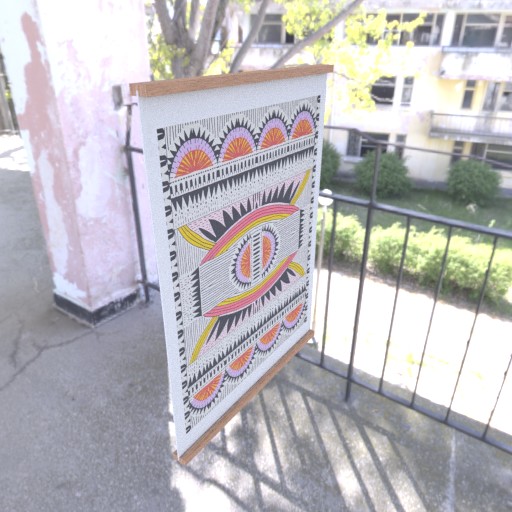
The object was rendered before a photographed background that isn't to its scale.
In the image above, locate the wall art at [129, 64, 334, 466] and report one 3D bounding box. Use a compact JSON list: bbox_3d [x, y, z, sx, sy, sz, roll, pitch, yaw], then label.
[{"bbox_3d":[0.000,0.000,0.792,0.028,0.609,0.456,18,32,31],"label":"wall art"}]
